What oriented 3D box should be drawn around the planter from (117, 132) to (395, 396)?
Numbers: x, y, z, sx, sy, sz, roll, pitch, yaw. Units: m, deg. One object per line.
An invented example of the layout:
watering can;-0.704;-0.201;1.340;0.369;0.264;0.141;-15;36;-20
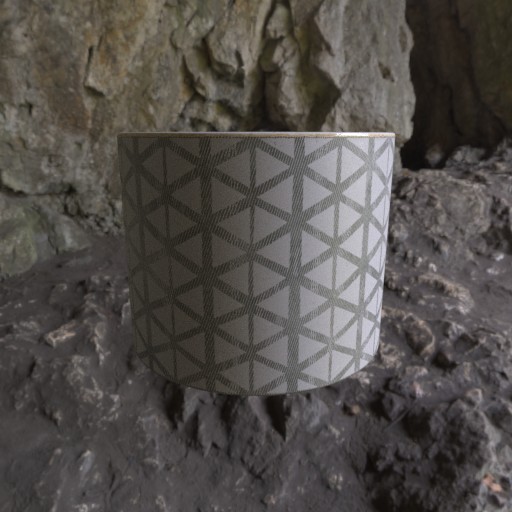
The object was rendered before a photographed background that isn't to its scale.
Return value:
planter;0.000;0.000;0.339;0.190;0.181;0.190;0;15;0
